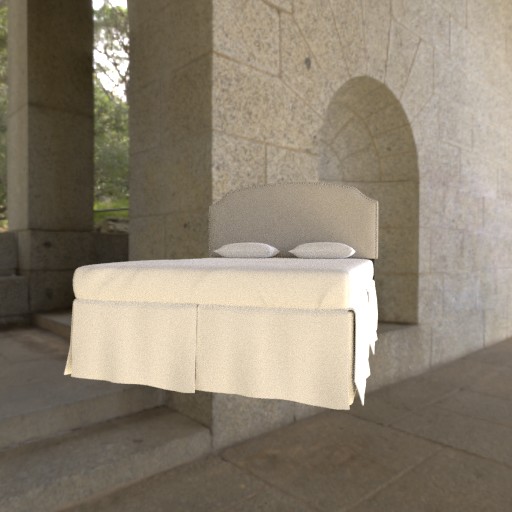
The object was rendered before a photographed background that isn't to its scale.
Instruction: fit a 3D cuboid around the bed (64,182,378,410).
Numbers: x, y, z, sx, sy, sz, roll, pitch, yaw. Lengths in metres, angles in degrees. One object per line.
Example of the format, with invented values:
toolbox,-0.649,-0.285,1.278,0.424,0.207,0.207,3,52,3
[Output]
bed,0.000,0.000,3.009,1.558,1.270,1.999,0,1,18
